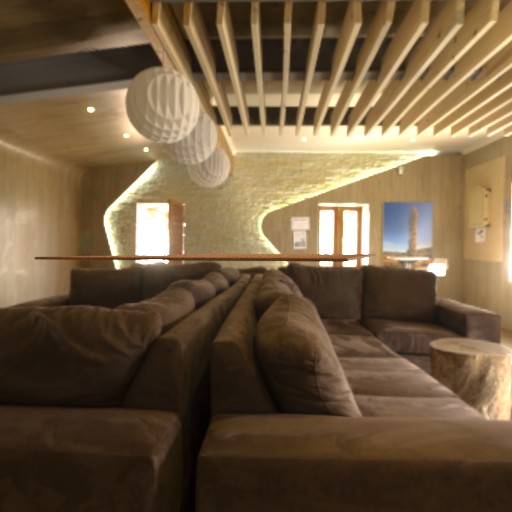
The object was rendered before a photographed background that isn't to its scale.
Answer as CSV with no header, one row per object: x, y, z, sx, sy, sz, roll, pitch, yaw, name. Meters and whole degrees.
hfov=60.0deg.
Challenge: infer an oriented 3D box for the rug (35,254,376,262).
0.000,0.000,3.113,1.524,0.014,2.438,0,1,18,rug
